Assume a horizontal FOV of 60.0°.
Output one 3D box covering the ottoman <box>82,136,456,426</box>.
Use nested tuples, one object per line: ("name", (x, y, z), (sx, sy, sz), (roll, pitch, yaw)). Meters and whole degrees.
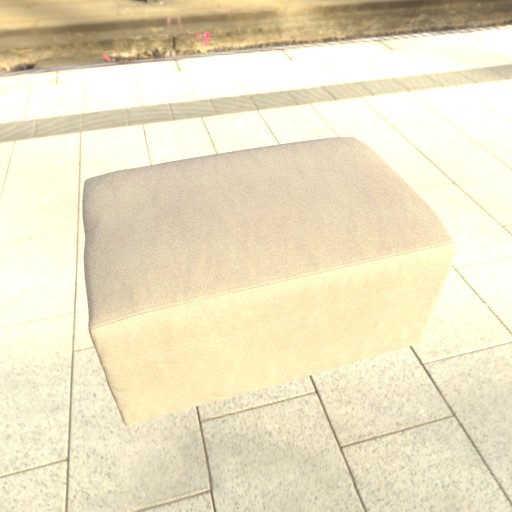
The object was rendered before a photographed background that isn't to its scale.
("ottoman", (0.000, 0.000, 1.250), (0.872, 0.444, 0.590), (-12, 44, -13))
